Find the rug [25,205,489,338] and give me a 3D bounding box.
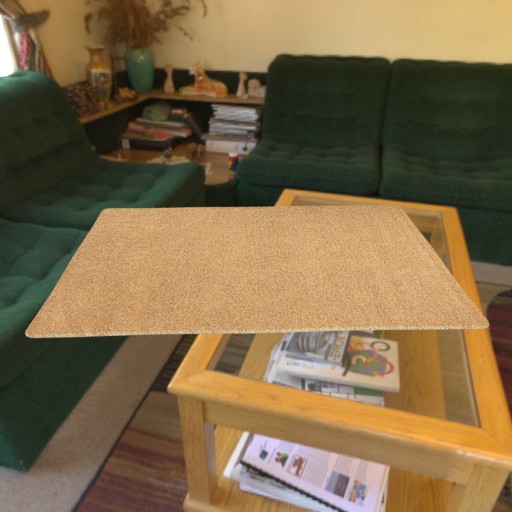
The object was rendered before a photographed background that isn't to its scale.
[{"bbox_3d":[0.000,0.000,2.870,2.349,0.025,1.500,-1,31,-2],"label":"rug"}]
